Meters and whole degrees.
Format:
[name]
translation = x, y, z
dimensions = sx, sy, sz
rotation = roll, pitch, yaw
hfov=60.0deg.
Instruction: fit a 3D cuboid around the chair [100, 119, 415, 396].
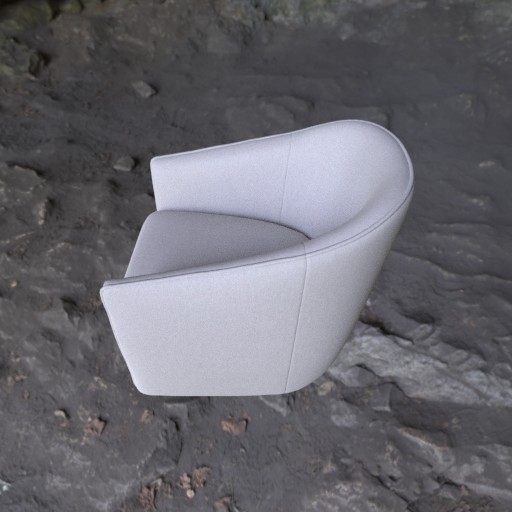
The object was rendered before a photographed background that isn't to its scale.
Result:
[chair]
translation = 0.000, 0.000, 1.513
dimensions = 0.875, 0.799, 0.747
rotation = 0, 41, 0
